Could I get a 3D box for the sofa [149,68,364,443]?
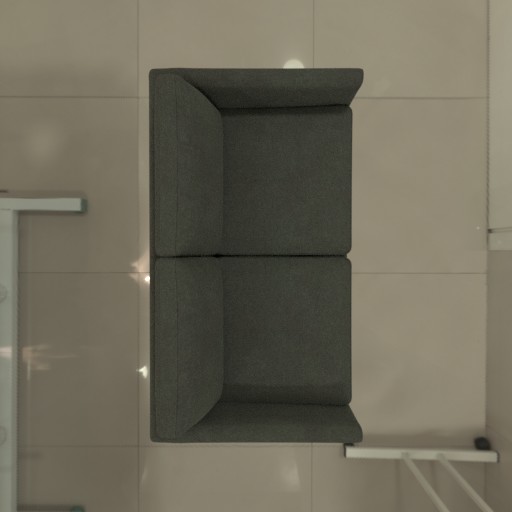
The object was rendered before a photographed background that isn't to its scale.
[{"bbox_3d":[0.000,0.000,2.442,1.091,0.845,1.909,0,91,0],"label":"sofa"}]
